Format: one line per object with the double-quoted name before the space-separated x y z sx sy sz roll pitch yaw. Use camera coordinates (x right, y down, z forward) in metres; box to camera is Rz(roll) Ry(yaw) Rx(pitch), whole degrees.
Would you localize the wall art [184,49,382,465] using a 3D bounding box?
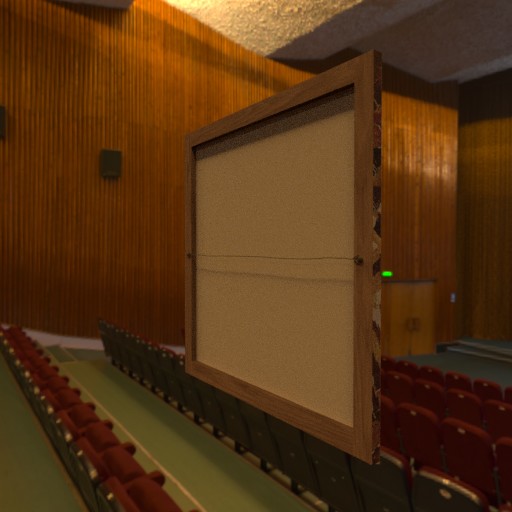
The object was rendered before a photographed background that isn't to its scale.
"wall art" 0.000 0.000 1.123 0.028 0.762 0.757 -1 1 -36
